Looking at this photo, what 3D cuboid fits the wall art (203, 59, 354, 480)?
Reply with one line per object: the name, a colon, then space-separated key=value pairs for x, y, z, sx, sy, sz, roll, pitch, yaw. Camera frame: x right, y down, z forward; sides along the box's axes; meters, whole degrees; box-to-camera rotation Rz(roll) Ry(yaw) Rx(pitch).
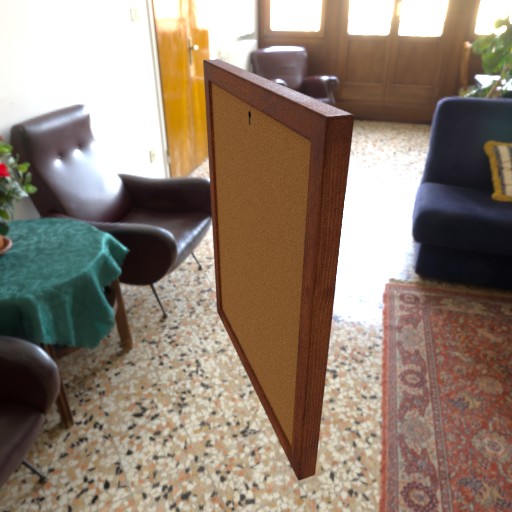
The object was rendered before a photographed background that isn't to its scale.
wall art: x=0.000 y=0.000 z=0.744 sx=0.030 sy=0.558 sz=0.462 roll=-11 pitch=32 yaw=-17
